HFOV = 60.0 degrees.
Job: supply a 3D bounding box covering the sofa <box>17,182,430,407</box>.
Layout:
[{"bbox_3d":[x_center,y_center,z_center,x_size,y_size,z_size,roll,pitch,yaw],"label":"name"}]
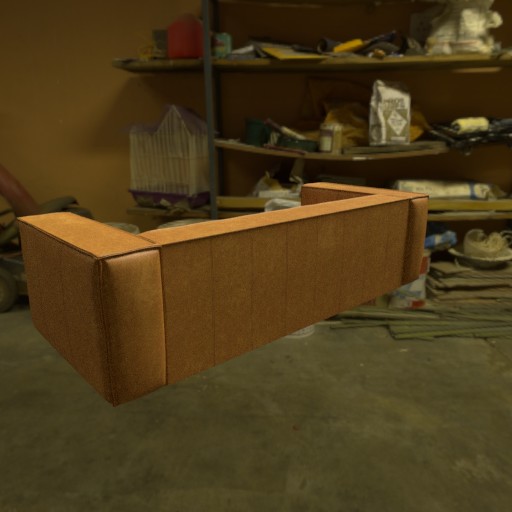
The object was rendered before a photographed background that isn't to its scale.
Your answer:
[{"bbox_3d":[0.000,0.000,2.917,2.581,0.701,1.102,-14,21,-40],"label":"sofa"}]
